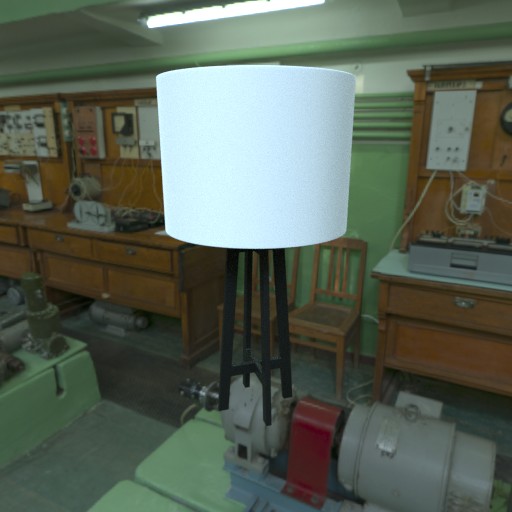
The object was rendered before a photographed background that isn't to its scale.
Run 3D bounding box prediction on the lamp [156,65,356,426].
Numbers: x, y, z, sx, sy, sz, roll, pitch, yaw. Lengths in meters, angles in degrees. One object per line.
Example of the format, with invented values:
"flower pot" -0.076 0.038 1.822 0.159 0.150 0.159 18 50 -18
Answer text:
"lamp" 0.000 0.000 0.648 0.257 0.489 0.257 8 17 26
